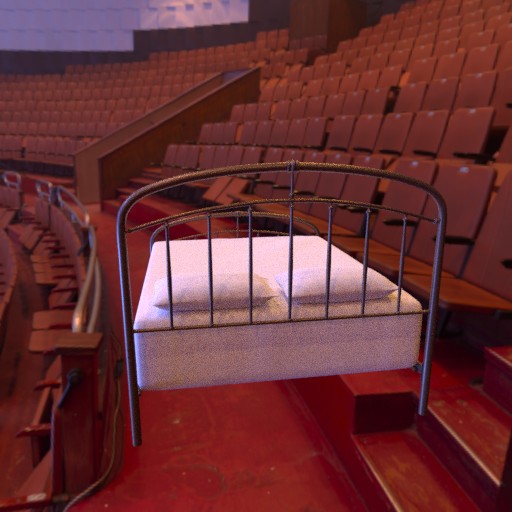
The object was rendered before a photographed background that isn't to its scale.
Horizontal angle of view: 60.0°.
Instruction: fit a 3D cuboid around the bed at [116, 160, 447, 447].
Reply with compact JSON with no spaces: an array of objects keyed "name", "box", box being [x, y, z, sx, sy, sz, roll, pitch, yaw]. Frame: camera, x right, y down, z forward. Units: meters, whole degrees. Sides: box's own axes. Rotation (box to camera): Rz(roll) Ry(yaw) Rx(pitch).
[{"name":"bed","box":[0.000,0.000,3.326,1.711,1.475,2.168,-2,14,-9]}]
